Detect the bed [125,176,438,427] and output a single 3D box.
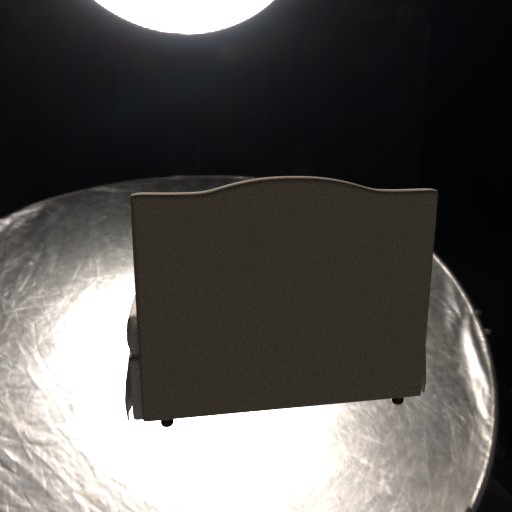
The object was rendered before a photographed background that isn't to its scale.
[{"bbox_3d":[0.000,0.000,3.695,1.977,1.437,2.477,-2,13,-9],"label":"bed"}]
